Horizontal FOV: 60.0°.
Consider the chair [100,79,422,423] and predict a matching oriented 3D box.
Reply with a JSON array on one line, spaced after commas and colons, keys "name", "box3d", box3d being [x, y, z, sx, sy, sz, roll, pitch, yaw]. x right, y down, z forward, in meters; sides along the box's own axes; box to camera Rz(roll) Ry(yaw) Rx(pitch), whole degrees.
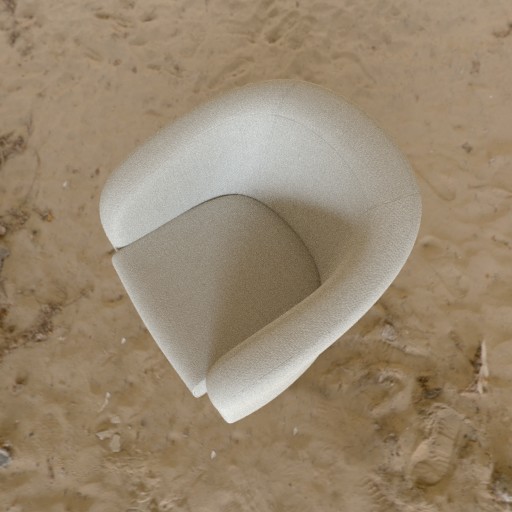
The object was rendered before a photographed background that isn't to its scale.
[{"name": "chair", "box3d": [0.000, 0.000, 1.440, 0.815, 0.771, 0.791, -32, 67, -15]}]
